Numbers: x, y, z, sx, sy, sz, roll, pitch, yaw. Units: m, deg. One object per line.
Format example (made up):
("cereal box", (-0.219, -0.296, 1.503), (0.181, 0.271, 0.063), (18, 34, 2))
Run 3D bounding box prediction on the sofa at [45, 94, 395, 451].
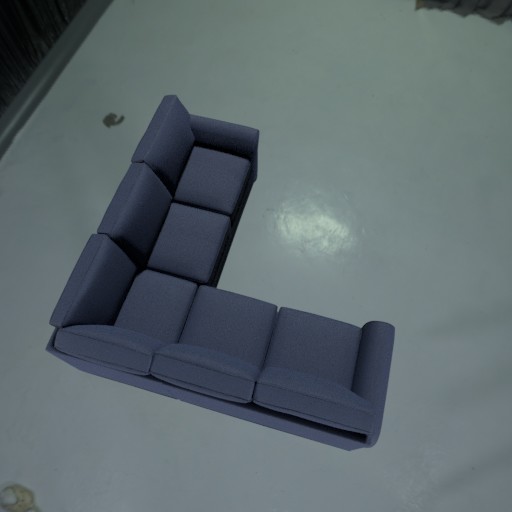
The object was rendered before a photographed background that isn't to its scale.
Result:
("sofa", (0.000, 0.000, 3.864), (2.487, 1.042, 2.562), (14, 65, 7))
